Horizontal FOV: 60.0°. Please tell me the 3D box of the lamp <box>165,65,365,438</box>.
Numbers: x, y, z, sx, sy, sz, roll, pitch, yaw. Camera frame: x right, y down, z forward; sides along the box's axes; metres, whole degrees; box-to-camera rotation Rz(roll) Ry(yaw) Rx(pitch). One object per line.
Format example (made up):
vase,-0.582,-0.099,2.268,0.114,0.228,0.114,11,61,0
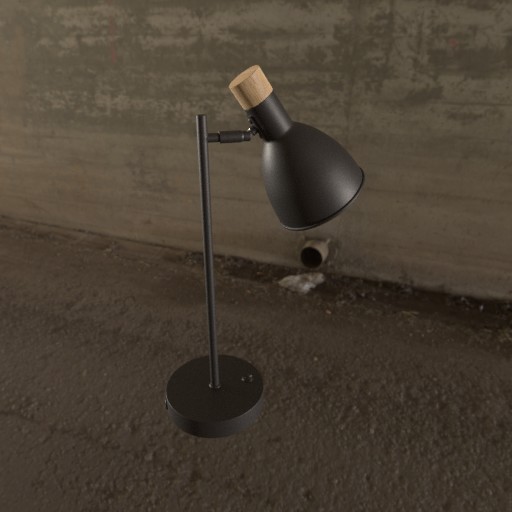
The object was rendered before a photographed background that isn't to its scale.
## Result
lamp,0.000,0.000,0.609,0.287,0.483,0.152,-7,26,-15
